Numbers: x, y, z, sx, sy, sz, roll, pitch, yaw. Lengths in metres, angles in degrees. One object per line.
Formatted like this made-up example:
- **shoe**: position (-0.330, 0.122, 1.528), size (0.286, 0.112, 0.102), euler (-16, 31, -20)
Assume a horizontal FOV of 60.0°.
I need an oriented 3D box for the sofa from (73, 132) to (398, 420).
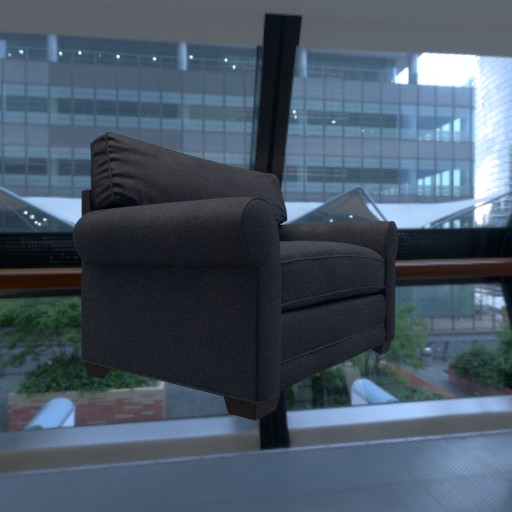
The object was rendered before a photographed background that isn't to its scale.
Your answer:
- **sofa**: position (0.000, 0.000, 2.093), size (0.938, 1.004, 1.405), euler (0, 0, 36)
